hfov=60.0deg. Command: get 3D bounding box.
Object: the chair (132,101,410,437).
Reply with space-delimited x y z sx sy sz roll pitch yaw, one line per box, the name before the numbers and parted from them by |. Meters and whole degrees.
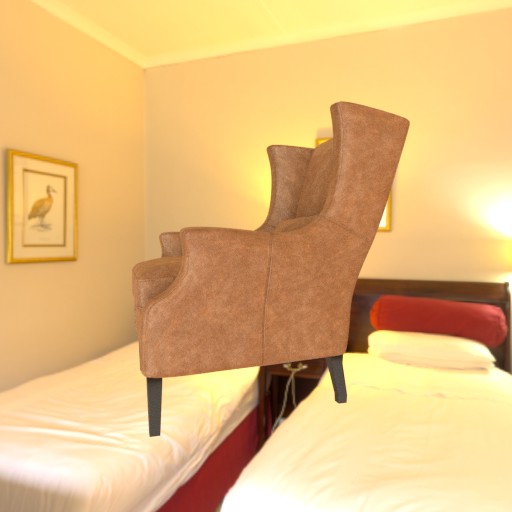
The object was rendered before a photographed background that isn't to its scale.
chair | 0.000 0.000 1.731 0.926 1.016 0.853 -1 2 -17
